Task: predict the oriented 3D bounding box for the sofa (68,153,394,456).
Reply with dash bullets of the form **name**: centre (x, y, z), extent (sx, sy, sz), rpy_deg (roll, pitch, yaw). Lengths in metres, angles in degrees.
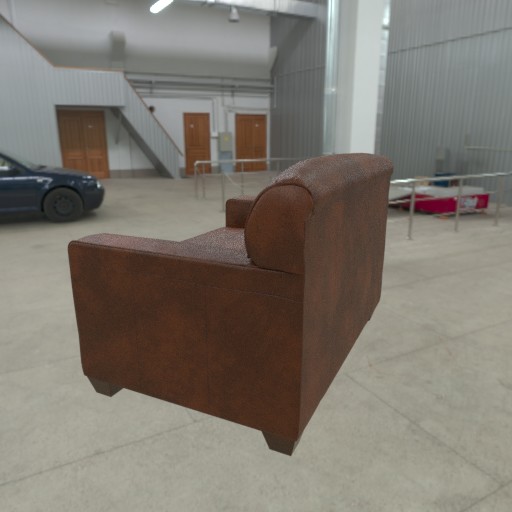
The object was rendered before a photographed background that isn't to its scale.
- **sofa**: centre (0.000, 0.000, 2.099), extent (1.000, 0.956, 1.413), rpy_deg (7, 17, 25)
